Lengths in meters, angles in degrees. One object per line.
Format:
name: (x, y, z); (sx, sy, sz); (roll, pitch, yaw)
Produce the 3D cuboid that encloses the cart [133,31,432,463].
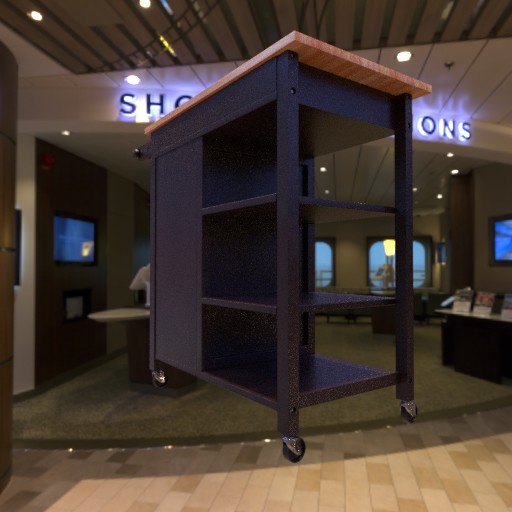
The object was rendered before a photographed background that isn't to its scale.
cart: (0.000, 0.000, 1.380); (0.472, 0.878, 0.914); (1, -1, -36)
